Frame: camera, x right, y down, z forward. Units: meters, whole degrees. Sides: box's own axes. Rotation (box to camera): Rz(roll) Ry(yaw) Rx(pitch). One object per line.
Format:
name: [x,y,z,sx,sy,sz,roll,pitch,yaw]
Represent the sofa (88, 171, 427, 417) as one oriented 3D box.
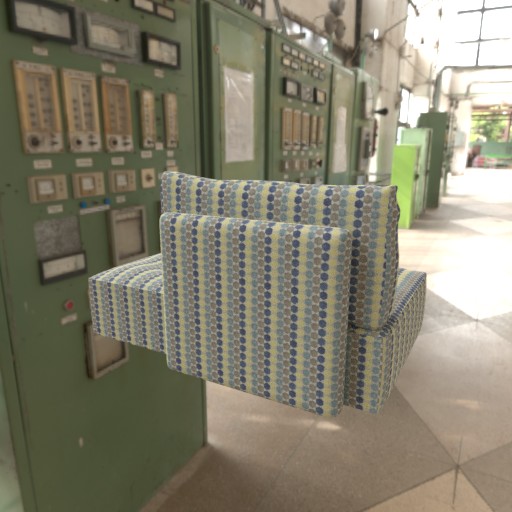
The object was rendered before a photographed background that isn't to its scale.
sofa: [0.000,0.000,2.117,1.450,0.820,1.000,8,16,28]
